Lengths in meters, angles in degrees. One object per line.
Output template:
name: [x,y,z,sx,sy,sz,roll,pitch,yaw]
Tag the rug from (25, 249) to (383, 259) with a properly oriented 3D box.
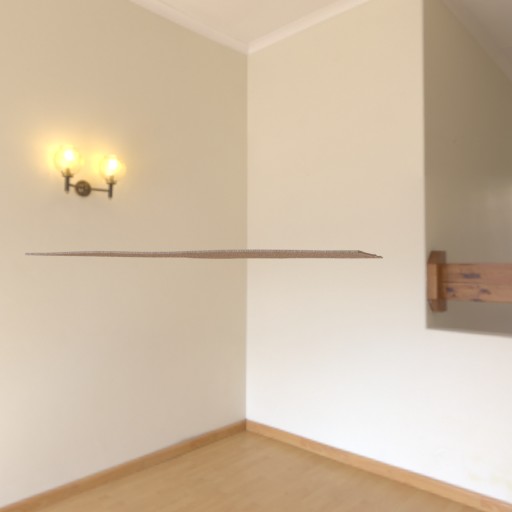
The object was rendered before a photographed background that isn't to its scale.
rug: [0.000,0.000,2.333,1.220,0.013,1.829,0,-1,18]
